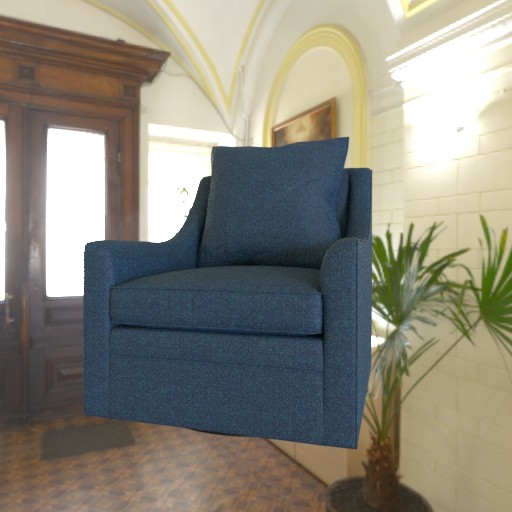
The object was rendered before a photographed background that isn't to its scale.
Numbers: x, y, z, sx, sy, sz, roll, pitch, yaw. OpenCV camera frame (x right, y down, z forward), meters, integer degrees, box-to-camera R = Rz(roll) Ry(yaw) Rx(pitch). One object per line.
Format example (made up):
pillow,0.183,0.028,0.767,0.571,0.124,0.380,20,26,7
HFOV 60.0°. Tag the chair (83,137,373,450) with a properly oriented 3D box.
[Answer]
chair,0.000,0.000,1.534,0.750,0.939,0.870,0,1,17
